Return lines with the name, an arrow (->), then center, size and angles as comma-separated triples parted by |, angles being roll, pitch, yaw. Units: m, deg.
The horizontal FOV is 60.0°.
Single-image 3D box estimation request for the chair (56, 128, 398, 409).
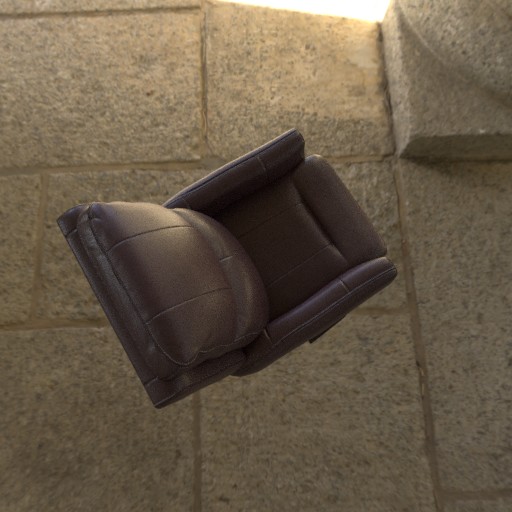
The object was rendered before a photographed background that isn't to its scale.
chair -> 0.000, 0.000, 1.800 | 1.080, 1.030, 0.829 | -31, 78, -8
